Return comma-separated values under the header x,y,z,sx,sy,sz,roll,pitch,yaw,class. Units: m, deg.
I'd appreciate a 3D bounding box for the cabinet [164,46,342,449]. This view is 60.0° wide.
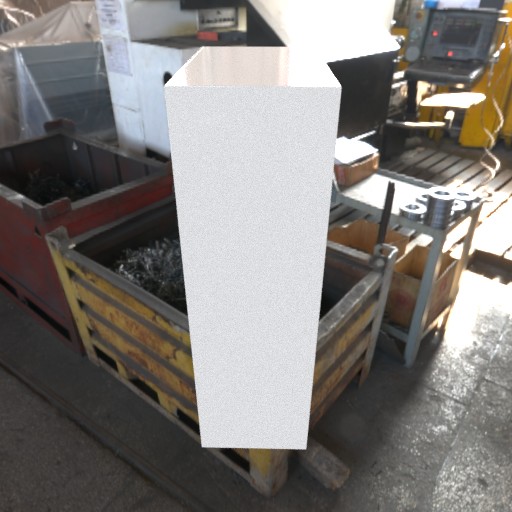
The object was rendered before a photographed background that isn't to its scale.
x,y,z,sx,sy,sz,roll,pitch,yaw,class
0.000,0.000,2.369,0.580,1.920,0.980,1,32,1,cabinet
